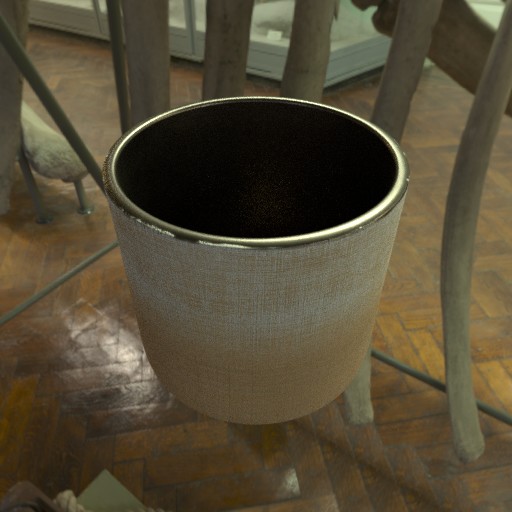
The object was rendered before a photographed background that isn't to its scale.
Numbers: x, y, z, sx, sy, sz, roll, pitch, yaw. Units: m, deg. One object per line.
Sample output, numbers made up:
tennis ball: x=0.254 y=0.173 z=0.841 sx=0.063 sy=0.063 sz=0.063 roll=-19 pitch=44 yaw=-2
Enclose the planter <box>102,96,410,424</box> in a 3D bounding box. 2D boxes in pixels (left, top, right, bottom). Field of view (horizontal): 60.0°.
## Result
planter: x=0.000 y=0.000 z=0.386 sx=0.221 sy=0.201 sz=0.221 roll=0 pitch=41 yaw=0
